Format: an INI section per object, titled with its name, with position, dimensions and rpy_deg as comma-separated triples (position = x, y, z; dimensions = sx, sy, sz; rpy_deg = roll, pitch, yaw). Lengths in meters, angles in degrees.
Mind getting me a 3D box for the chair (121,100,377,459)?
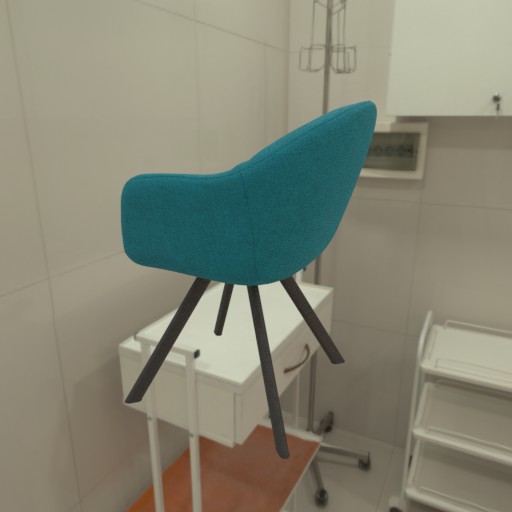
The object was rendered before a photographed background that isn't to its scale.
[chair]
position = 0.000, 0.000, 1.182
dimensions = 0.565, 0.775, 0.545
rpy_deg = 8, 19, 25
